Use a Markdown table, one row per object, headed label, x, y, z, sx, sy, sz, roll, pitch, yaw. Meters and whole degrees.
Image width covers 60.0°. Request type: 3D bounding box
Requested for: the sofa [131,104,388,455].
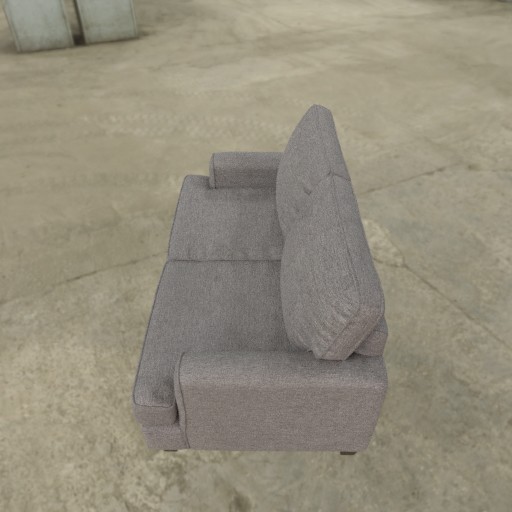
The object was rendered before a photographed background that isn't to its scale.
| label | x | y | z | sx | sy | sz | roll | pitch | yaw |
| --- | --- | --- | --- | --- | --- | --- | --- | --- | --- |
| sofa | 0.000 | 0.000 | 2.204 | 0.965 | 0.965 | 1.651 | 0 | 41 | 0 |
